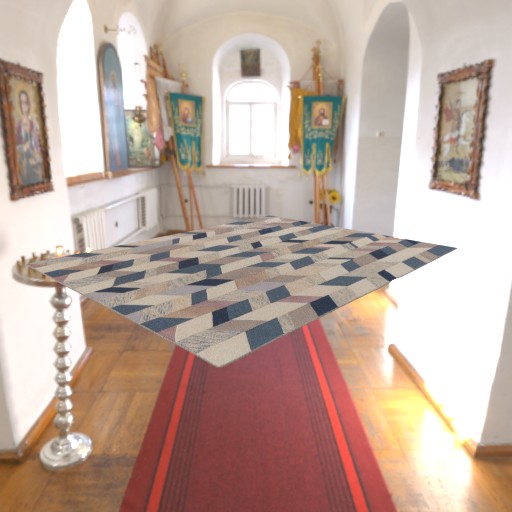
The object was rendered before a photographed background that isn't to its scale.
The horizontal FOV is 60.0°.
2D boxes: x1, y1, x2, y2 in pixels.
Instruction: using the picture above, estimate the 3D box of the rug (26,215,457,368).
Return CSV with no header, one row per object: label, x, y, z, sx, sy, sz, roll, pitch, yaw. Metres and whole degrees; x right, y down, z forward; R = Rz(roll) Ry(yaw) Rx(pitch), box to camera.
rug,0.000,0.000,3.998,2.451,0.011,3.072,15,22,42
